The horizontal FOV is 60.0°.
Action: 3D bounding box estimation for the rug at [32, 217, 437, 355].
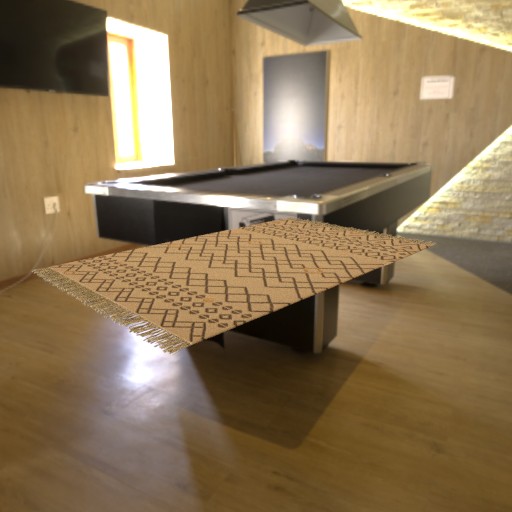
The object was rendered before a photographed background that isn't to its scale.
[{"bbox_3d":[0.000,0.000,2.513,2.023,0.028,1.224,-15,22,-43],"label":"rug"}]
